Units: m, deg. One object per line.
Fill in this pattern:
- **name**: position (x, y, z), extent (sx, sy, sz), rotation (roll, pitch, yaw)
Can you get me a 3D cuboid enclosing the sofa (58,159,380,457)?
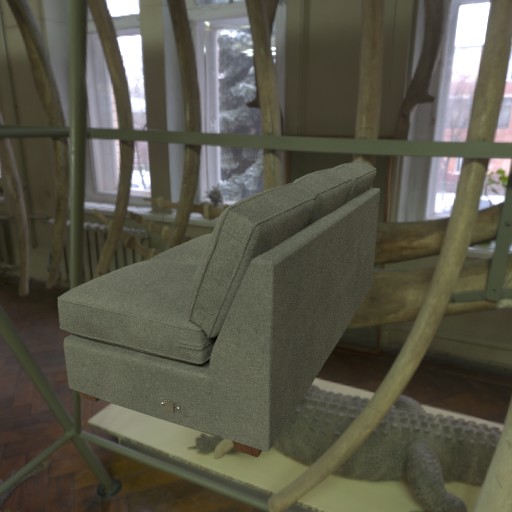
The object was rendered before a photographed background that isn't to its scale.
- **sofa**: position (0.000, 0.000, 2.521), extent (1.027, 0.973, 1.962), rotation (7, 18, 24)
